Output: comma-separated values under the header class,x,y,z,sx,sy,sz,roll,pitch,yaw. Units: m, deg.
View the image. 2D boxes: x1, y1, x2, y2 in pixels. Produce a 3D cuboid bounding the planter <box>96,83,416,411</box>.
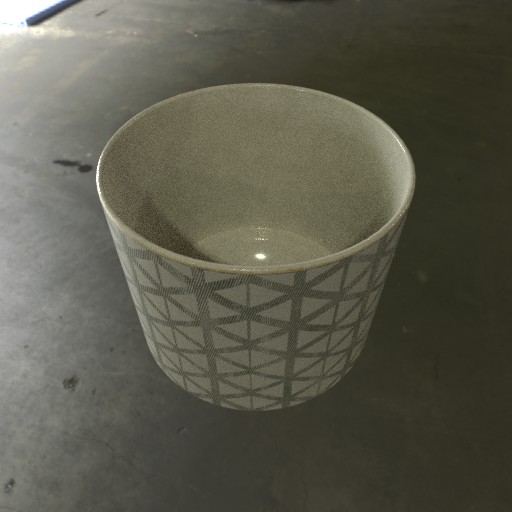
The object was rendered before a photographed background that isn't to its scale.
class,x,y,z,sx,sy,sz,roll,pitch,yaw
planter,0.000,0.000,0.336,0.190,0.181,0.190,0,47,0
